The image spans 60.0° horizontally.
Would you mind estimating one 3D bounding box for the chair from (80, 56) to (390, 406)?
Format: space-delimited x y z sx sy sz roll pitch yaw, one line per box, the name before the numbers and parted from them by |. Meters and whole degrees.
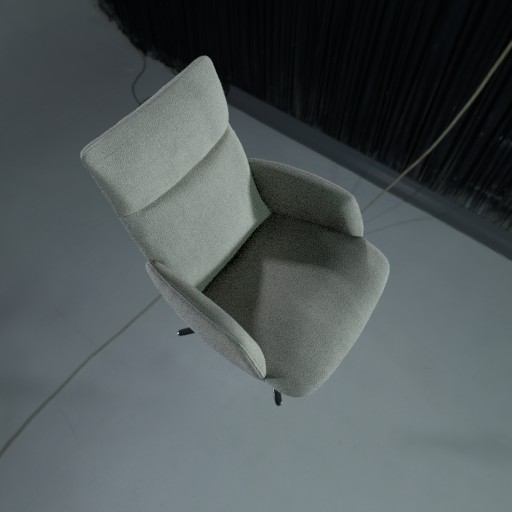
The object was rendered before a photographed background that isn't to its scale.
chair | 0.000 0.000 1.593 0.889 1.016 0.711 31 63 18
